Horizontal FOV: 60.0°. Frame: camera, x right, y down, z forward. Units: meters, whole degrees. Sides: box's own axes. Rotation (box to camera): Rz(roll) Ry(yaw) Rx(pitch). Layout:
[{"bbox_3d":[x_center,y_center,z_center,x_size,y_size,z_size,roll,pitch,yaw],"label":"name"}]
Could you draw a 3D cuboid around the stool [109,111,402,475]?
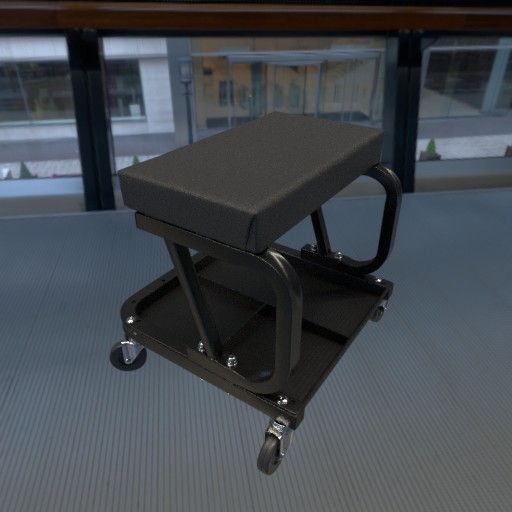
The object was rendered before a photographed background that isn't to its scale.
[{"bbox_3d":[0.000,0.000,0.735,0.371,0.380,0.446,20,37,29],"label":"stool"}]
